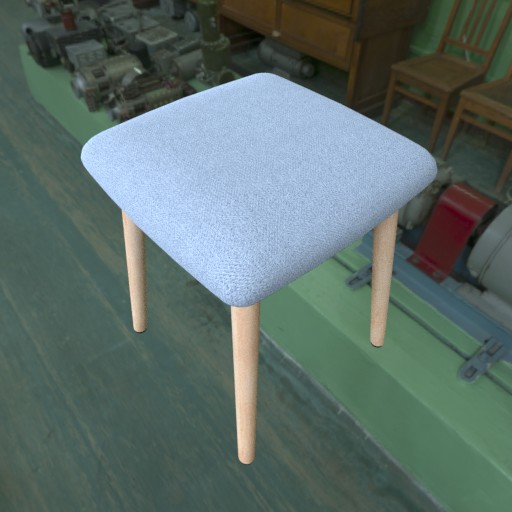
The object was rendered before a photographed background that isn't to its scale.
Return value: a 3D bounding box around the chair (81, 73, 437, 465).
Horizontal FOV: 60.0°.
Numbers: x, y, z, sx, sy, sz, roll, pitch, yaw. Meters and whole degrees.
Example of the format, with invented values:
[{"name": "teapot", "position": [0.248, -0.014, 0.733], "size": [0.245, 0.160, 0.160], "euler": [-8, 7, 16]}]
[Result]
[{"name": "chair", "position": [0.000, 0.000, 0.691], "size": [0.350, 0.440, 0.350], "euler": [-32, 54, -27]}]
